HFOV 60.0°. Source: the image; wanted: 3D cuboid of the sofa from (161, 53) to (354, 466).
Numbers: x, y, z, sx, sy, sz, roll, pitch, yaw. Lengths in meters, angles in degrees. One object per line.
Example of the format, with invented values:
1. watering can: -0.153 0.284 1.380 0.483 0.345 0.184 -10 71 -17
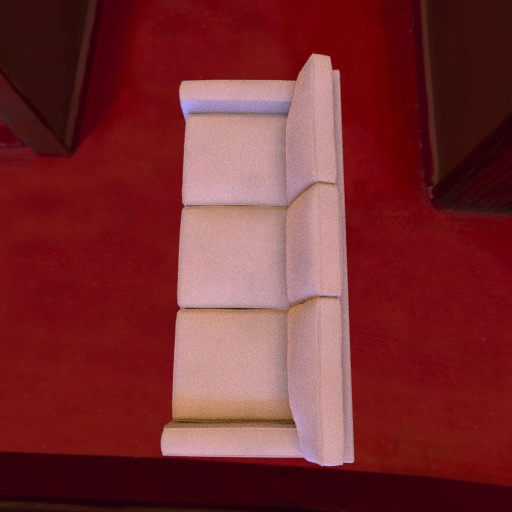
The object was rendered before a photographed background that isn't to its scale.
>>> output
1. sofa: 0.000 0.000 2.527 0.935 0.862 2.088 0 77 0
